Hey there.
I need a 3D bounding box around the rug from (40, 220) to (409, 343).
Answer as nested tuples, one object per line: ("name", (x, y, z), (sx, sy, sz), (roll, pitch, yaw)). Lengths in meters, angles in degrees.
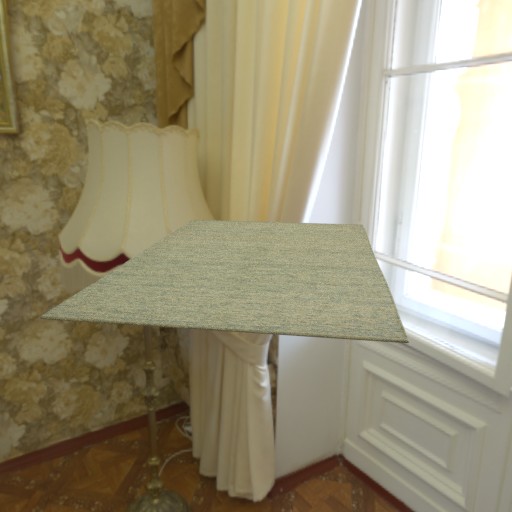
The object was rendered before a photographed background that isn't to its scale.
("rug", (0.000, 0.000, 2.890), (1.547, 0.013, 2.283), (2, 16, 8))
